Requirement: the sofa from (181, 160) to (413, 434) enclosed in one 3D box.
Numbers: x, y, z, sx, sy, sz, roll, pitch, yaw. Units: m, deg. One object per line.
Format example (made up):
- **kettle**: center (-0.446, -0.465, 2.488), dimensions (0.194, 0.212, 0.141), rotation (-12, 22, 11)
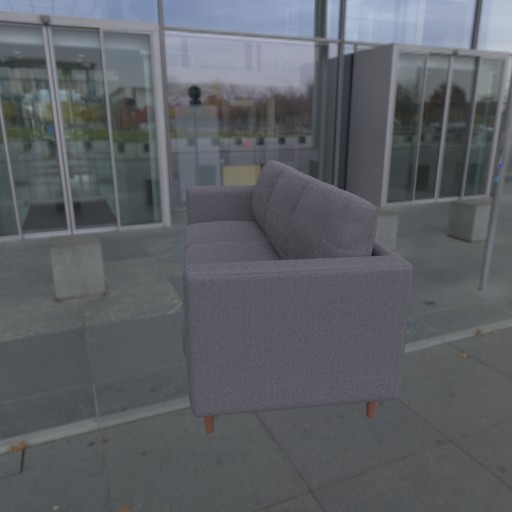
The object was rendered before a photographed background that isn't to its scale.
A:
- **sofa**: center (0.000, 0.000, 2.466), dimensions (0.802, 0.912, 2.029), rotation (-2, 17, -8)
